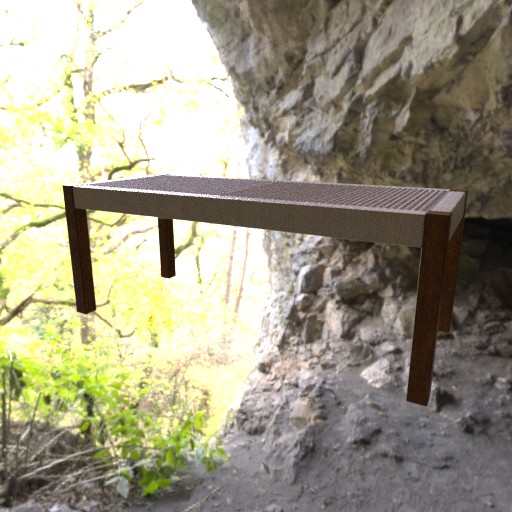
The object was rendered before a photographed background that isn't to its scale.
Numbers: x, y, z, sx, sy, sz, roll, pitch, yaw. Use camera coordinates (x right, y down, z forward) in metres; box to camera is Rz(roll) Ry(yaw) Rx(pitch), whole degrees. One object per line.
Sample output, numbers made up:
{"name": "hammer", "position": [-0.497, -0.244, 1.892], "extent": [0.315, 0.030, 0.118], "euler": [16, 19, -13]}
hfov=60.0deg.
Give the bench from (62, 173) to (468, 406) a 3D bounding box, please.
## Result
{"name": "bench", "position": [0.000, 0.000, 1.476], "extent": [1.198, 0.457, 0.507], "euler": [8, 17, 28]}
